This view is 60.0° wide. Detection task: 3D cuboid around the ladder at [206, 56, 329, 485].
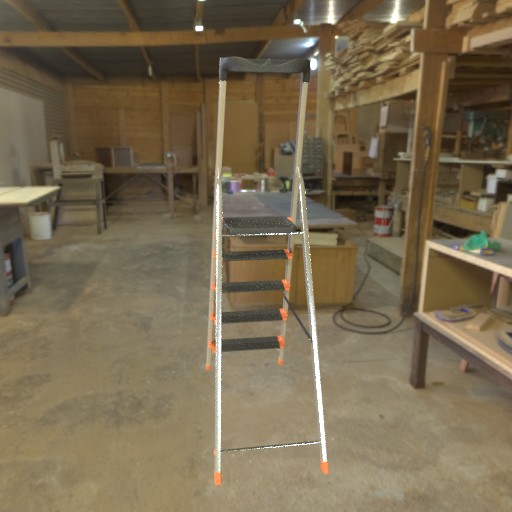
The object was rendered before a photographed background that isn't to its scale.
[{"bbox_3d":[0.000,0.000,2.097,0.480,1.646,0.995,-2,14,-8],"label":"ladder"}]
